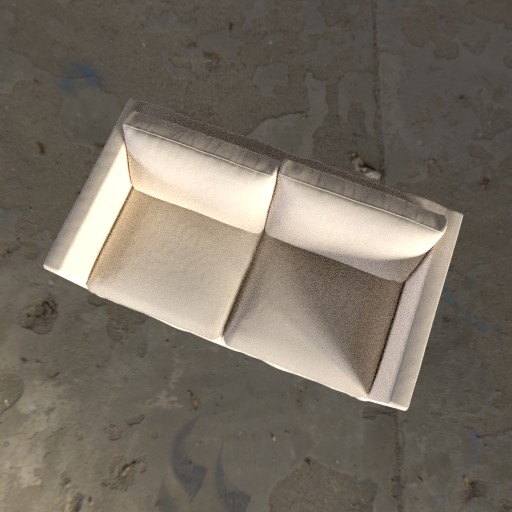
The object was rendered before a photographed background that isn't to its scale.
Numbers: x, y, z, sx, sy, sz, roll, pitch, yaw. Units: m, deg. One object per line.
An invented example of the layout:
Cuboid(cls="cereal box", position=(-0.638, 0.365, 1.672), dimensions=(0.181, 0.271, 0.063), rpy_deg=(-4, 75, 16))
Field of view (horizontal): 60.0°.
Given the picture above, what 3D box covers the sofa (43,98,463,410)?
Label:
Cuboid(cls="sofa", position=(0.000, 0.000, 2.301), dimensions=(1.746, 0.834, 0.962), rpy_deg=(21, 76, 5))
